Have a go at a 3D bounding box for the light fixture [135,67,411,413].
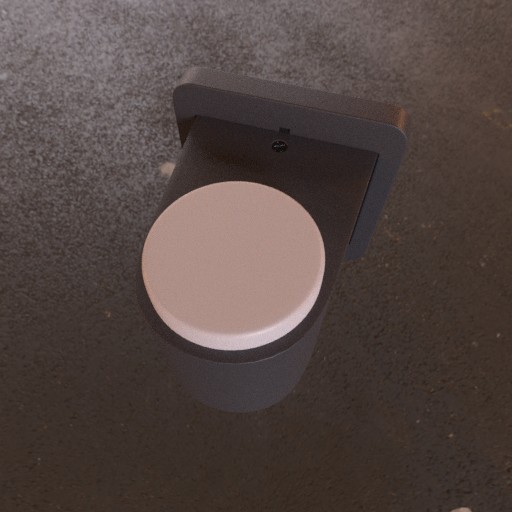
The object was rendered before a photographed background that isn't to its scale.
[{"bbox_3d":[0.000,0.000,0.213,0.109,0.109,0.132,14,60,9],"label":"light fixture"}]
